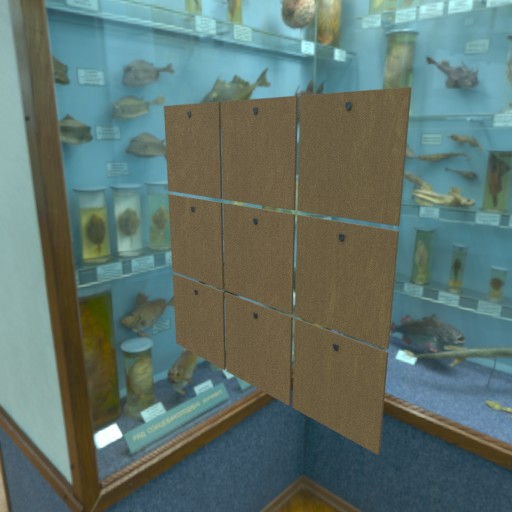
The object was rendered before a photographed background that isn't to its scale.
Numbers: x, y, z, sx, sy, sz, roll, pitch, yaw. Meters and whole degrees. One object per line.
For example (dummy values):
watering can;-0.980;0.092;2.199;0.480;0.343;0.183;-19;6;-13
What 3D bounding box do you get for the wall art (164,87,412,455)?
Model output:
wall art;0.000;0.000;2.273;0.023;1.522;1.526;-15;21;-43
